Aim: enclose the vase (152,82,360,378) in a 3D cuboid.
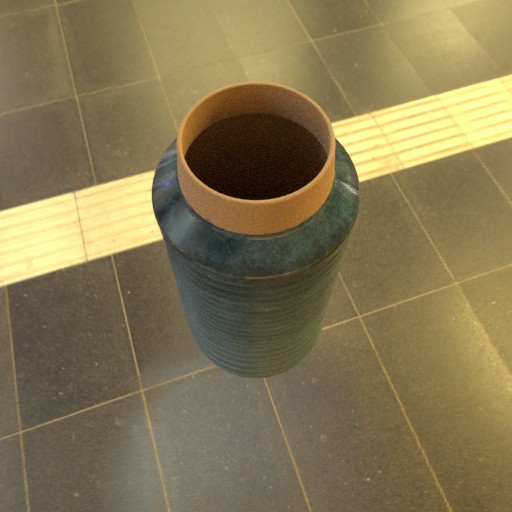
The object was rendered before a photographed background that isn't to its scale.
[{"bbox_3d":[0.000,0.000,0.407,0.163,0.316,0.163,0,63,0],"label":"vase"}]
